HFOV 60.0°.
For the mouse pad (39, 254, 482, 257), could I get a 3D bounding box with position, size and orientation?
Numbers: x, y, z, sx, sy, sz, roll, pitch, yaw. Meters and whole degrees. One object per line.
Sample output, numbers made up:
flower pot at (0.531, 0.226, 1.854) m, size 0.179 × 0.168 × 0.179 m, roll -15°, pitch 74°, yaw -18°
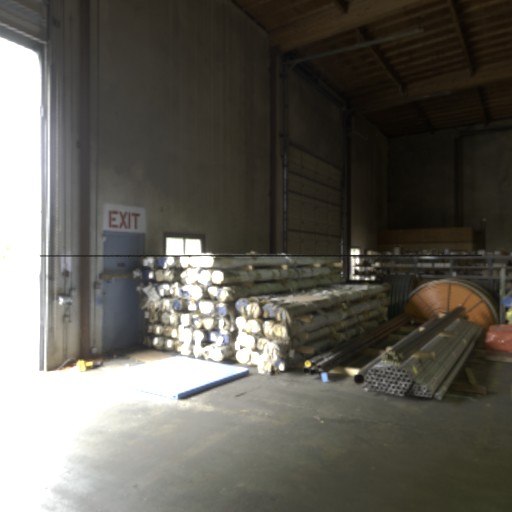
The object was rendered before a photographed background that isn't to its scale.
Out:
mouse pad at (0.000, 0.000, 1.047) m, size 0.907 × 0.003 × 0.424 m, roll 0°, pitch 0°, yaw 18°
